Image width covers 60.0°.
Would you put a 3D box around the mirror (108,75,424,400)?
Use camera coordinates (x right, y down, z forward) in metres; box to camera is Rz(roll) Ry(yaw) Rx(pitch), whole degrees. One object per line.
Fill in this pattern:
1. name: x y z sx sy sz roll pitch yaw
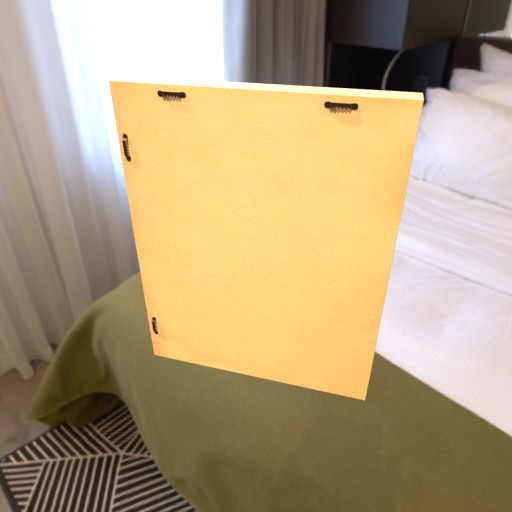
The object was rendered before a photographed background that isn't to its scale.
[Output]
1. mirror: 0.000 0.000 0.699 0.406 0.509 0.041 9 33 13
